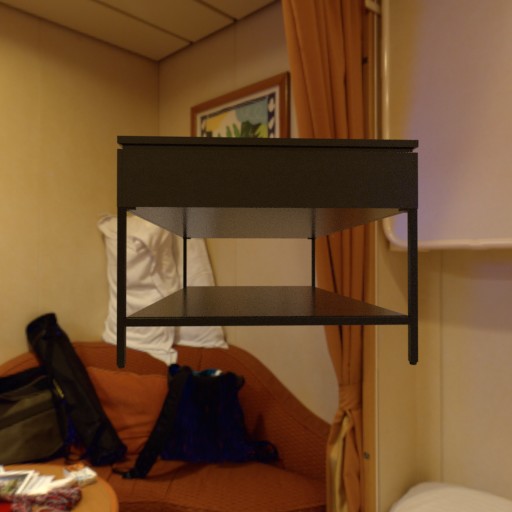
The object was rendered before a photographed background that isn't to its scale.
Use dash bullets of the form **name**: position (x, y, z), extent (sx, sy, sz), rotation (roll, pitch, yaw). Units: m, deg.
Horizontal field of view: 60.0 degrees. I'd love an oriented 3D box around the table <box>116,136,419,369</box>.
- **table**: position (0.000, 0.000, 1.384), extent (0.574, 0.435, 1.095), rotation (0, -1, -3)
